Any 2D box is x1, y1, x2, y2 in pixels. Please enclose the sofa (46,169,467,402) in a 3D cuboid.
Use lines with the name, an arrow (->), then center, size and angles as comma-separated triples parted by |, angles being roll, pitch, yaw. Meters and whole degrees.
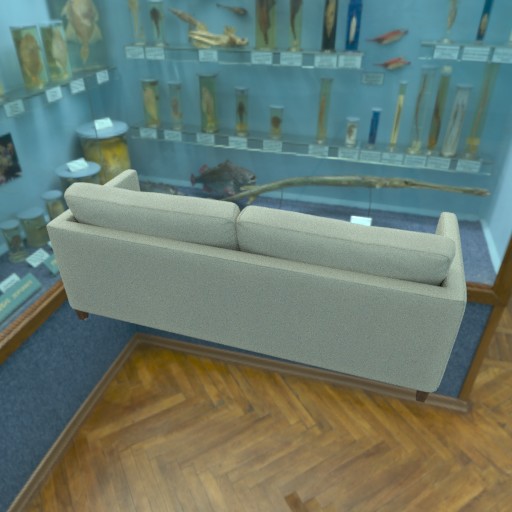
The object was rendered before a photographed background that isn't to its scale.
sofa -> 0.000, 0.000, 2.848 | 2.361, 0.968, 0.951 | 10, 35, 15
